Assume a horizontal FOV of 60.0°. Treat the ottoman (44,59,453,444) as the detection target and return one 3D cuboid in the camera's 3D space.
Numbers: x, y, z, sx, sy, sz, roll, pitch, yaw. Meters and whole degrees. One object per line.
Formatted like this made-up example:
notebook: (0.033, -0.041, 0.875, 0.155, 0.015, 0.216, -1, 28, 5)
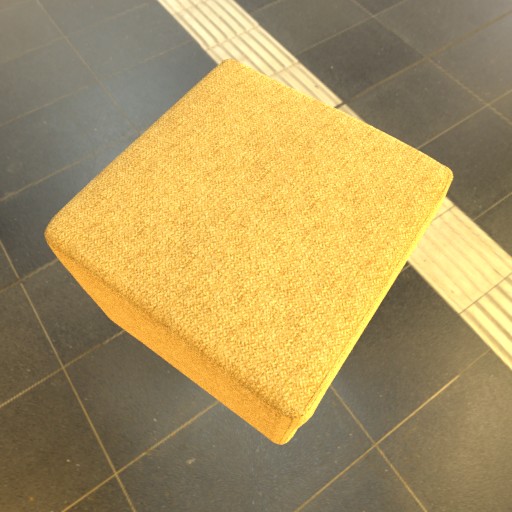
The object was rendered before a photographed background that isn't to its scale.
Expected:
ottoman: (0.000, 0.000, 0.898, 0.505, 0.441, 0.512, 32, 67, 15)
